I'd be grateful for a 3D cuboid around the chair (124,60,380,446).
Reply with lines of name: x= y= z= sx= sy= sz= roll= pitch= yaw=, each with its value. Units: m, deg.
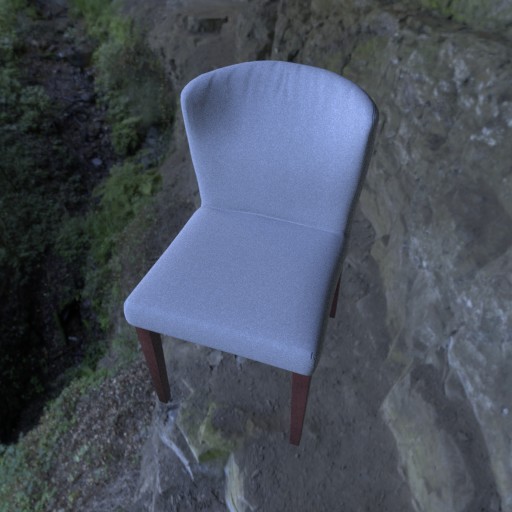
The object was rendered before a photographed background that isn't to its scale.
chair: x=0.000 y=0.000 z=1.198 sx=0.491 sy=0.839 sz=0.592 roll=13 pitch=43 yaw=14
